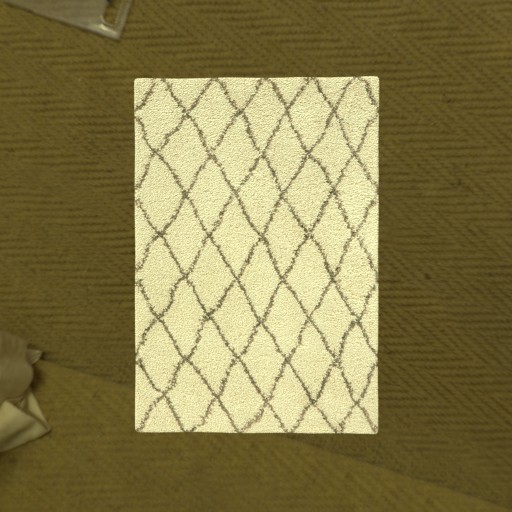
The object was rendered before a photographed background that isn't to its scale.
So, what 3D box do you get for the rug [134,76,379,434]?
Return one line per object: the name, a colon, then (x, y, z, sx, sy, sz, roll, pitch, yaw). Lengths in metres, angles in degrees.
rug: (0.000, 0.000, 2.221, 1.219, 0.030, 1.778, 0, 91, 1)
